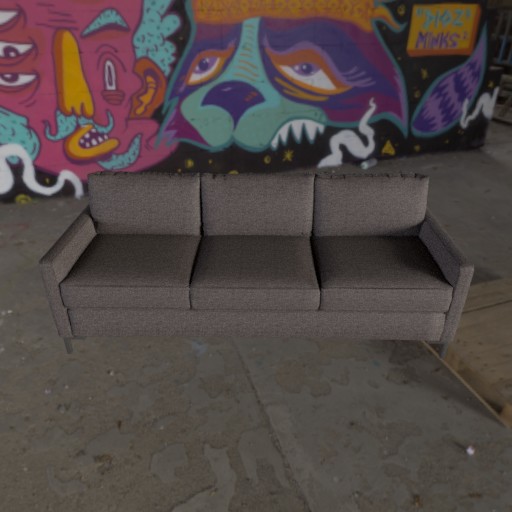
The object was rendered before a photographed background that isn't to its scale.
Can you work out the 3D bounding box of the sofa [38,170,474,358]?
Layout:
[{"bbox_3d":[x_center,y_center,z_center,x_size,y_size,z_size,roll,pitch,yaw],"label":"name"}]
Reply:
[{"bbox_3d":[0.000,0.000,2.684,2.253,0.882,0.876,1,30,1],"label":"sofa"}]
